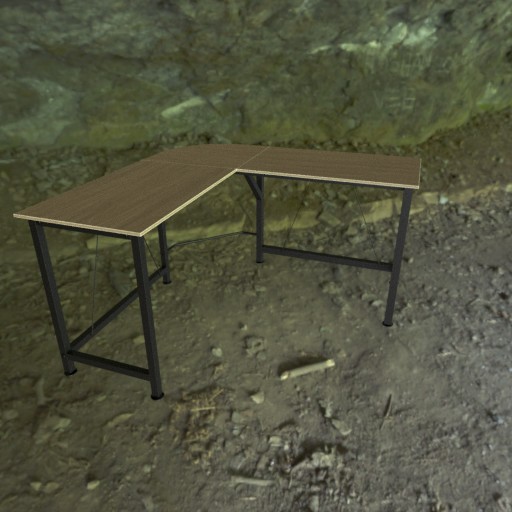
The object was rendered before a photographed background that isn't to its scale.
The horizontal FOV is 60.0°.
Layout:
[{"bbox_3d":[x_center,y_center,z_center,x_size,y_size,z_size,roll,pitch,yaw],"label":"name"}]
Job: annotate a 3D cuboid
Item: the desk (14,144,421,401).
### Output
[{"bbox_3d":[0.000,0.000,2.182,1.400,0.762,1.400,9,27,17],"label":"desk"}]
